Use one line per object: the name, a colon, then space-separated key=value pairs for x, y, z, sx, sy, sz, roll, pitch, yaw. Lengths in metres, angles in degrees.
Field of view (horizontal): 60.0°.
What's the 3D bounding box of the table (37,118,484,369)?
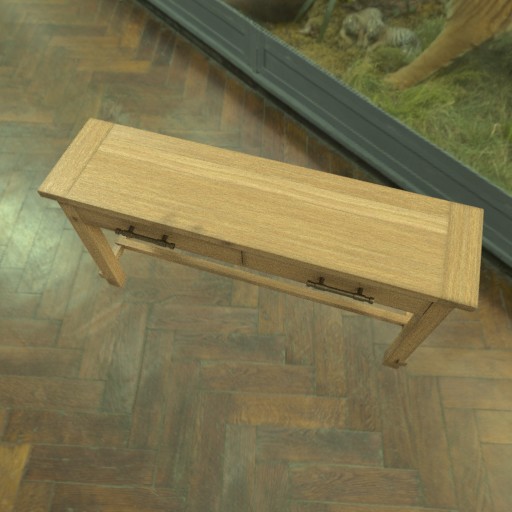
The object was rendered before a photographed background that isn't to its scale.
table: x=0.000 y=0.000 z=1.950 sx=1.599 sy=0.762 sz=0.442 roll=15 pitch=60 yaw=9
